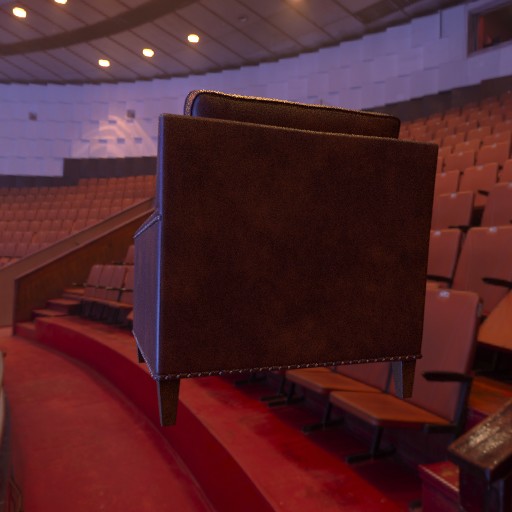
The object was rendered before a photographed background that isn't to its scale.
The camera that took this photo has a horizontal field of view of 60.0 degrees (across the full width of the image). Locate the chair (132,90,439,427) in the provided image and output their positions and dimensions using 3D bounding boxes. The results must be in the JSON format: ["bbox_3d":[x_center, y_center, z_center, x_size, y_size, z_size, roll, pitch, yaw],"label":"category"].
[{"bbox_3d":[0.000,0.000,1.685,0.853,0.929,1.014,0,-1,-19],"label":"chair"}]
